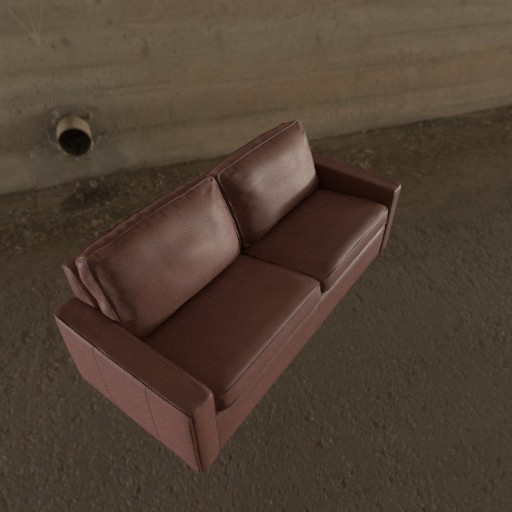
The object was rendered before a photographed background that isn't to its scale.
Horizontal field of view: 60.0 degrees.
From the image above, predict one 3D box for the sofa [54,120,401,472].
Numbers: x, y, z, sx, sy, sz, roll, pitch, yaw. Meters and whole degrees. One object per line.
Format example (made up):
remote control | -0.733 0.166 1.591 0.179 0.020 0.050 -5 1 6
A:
sofa | 0.000 0.000 2.596 0.940 0.919 2.080 26 48 26
